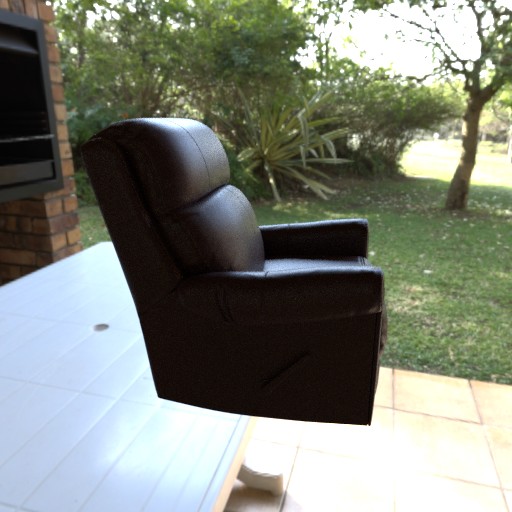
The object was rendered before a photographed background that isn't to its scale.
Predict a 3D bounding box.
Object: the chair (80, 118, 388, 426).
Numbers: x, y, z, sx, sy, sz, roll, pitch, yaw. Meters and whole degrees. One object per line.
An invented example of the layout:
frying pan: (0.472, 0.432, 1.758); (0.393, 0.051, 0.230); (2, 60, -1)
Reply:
chair: (0.000, 0.000, 1.773); (1.014, 1.054, 0.838); (3, 17, 10)
